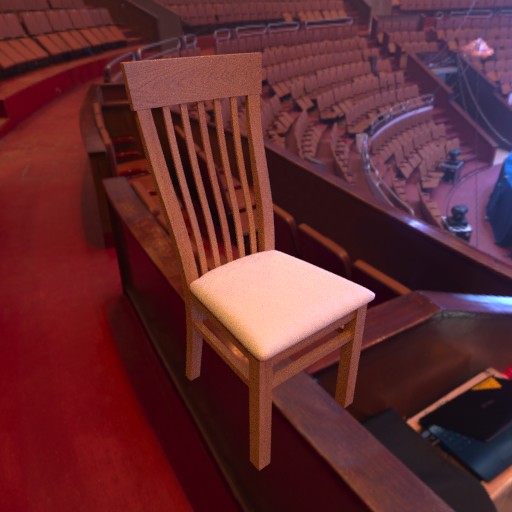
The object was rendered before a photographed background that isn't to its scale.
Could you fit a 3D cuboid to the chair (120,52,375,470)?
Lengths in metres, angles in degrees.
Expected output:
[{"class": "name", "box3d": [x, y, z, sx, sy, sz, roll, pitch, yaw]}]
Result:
[{"class": "chair", "box3d": [0.000, 0.000, 1.323, 0.450, 1.050, 0.580, -21, 36, -33]}]
